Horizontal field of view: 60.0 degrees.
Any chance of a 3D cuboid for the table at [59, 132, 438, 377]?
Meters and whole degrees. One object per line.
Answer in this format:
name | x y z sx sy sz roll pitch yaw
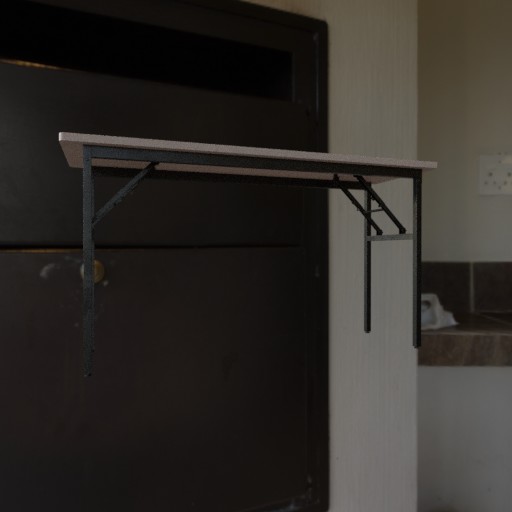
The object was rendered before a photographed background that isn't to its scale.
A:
table | 0.000 0.000 1.765 1.397 0.750 0.447 0 1 -19
